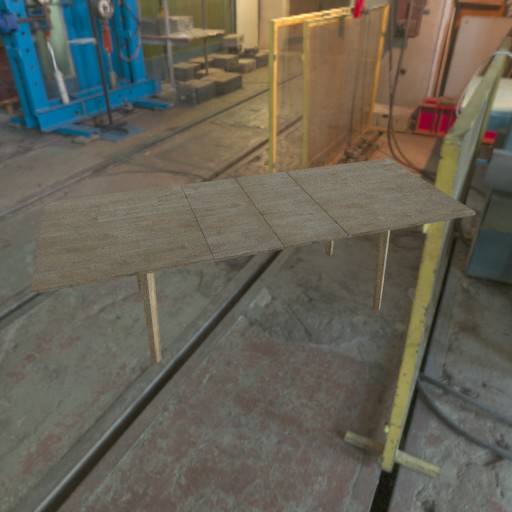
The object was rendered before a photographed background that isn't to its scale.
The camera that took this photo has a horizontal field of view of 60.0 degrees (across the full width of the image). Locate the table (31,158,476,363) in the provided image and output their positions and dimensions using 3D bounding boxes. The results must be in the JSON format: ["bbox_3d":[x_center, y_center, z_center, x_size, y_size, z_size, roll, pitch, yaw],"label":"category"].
[{"bbox_3d":[0.000,0.000,3.069,2.603,0.752,1.000,-10,34,-15],"label":"table"}]
